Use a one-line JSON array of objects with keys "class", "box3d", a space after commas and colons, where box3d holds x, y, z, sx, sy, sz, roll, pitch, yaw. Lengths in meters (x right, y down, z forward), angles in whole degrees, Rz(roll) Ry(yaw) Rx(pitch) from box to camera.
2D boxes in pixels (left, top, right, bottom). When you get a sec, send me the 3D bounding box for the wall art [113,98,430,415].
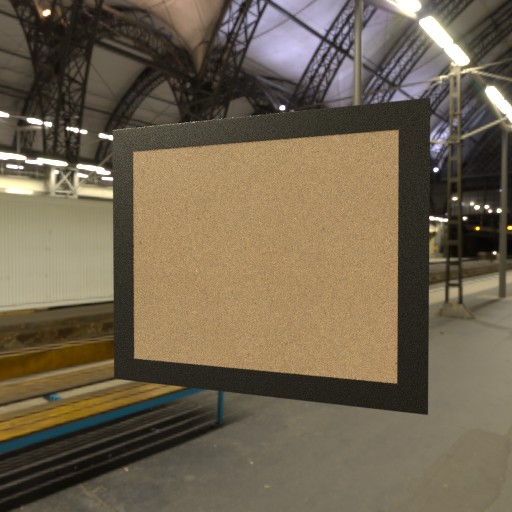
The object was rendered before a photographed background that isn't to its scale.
[{"class": "wall art", "box3d": [0.000, 0.000, 0.524, 0.381, 0.321, 0.028, 0, 1, 19]}]
